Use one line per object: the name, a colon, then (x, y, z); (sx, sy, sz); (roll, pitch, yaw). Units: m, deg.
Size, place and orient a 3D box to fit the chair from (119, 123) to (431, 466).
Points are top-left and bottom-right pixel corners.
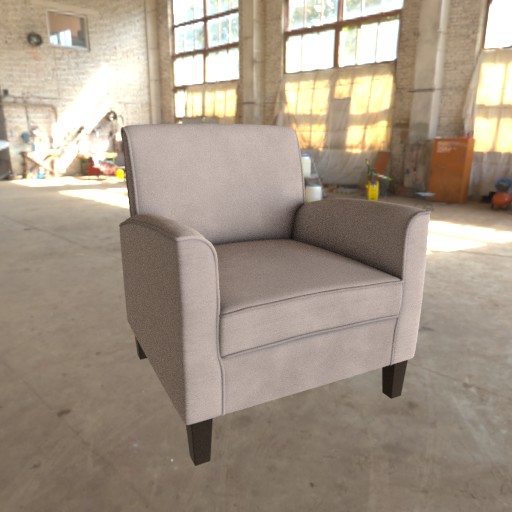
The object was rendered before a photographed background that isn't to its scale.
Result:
chair: (0.000, 0.000, 1.571); (0.820, 0.915, 0.821); (-8, 17, -26)
